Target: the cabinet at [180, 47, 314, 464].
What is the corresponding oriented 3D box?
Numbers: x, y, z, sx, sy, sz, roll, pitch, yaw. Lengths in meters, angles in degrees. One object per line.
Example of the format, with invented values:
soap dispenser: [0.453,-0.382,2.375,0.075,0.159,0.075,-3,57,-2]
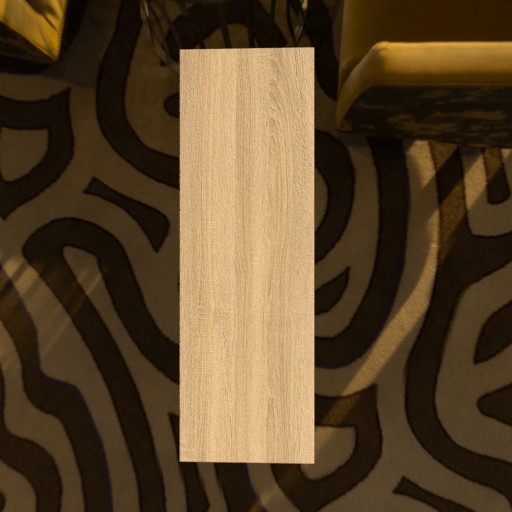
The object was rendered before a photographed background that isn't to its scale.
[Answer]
cabinet: [0.000,0.000,3.031,0.620,2.060,1.870,0,90,2]
